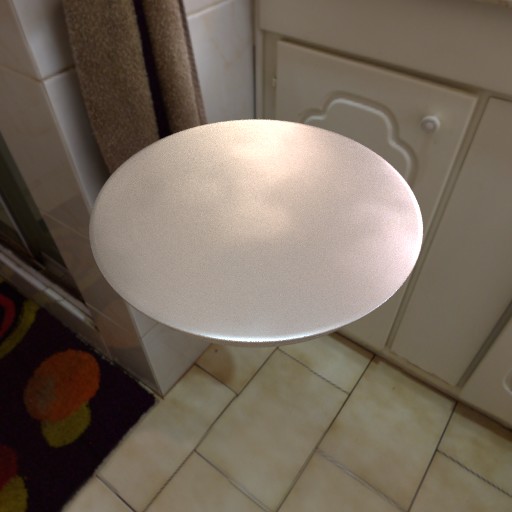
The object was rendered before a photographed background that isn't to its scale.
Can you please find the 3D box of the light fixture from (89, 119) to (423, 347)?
[{"bbox_3d":[0.000,0.000,0.431,0.280,0.135,0.280,0,47,0],"label":"light fixture"}]
